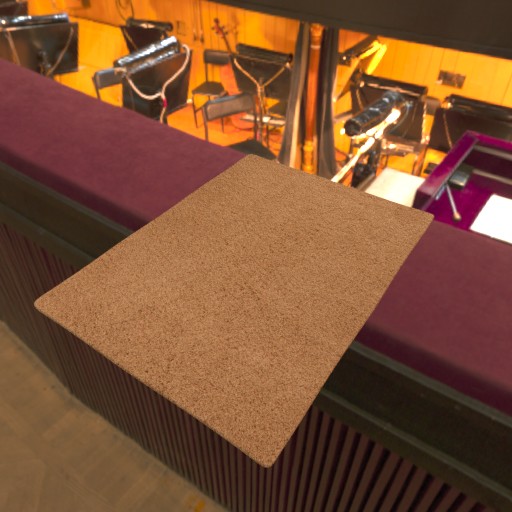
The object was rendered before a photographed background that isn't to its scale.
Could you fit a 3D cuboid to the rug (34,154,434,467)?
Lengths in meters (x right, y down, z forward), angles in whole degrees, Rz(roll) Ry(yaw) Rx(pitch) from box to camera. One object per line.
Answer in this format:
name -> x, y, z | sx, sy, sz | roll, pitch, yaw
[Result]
rug -> 0.000, 0.000, 2.110 | 1.199, 0.025, 1.600 | 24, 47, 25
